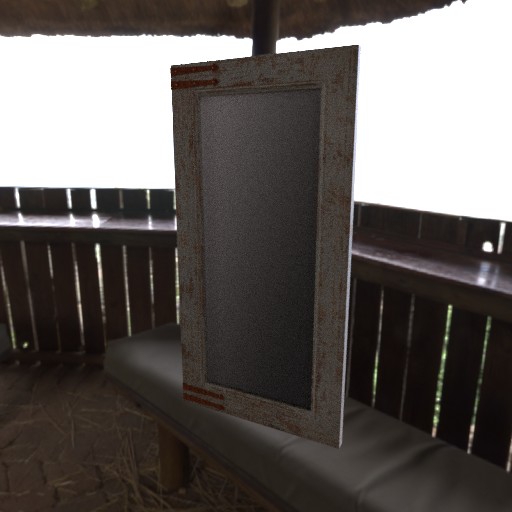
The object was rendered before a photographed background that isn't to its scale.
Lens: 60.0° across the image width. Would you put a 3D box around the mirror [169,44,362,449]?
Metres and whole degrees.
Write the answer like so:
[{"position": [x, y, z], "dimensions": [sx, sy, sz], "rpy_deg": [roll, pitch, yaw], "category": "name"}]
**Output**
[{"position": [0.000, 0.000, 1.101], "dimensions": [0.472, 0.922, 0.027], "rpy_deg": [7, 15, 27], "category": "mirror"}]
